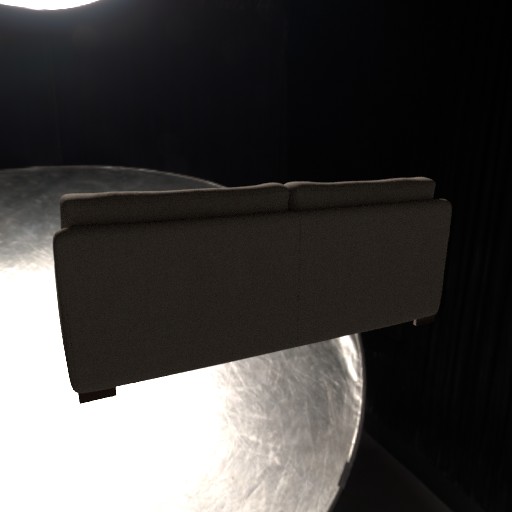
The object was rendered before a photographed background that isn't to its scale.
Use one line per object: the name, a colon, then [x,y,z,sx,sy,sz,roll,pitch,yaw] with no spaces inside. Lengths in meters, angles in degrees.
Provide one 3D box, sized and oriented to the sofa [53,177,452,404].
sofa: [0.000,0.000,2.825,2.354,0.980,0.962,-7,16,-25]
